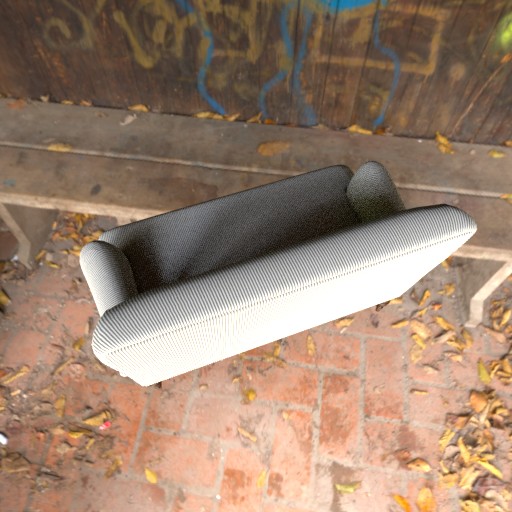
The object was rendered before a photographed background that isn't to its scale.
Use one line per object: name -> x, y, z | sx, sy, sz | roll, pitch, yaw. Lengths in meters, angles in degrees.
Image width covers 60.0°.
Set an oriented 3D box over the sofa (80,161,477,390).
sofa -> 0.000, 0.000, 1.791 | 1.297, 0.889, 0.779 | -17, 60, -10
